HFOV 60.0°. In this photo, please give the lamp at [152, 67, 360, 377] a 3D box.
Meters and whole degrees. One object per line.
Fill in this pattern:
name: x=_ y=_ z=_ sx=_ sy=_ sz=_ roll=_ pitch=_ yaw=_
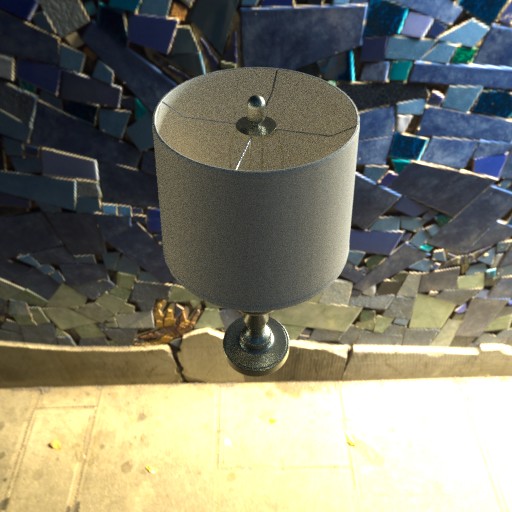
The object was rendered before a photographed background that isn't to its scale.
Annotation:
lamp: x=0.000 y=0.000 z=0.964 sx=0.383 sy=0.733 sz=0.383 roll=0 pitch=47 yaw=0
